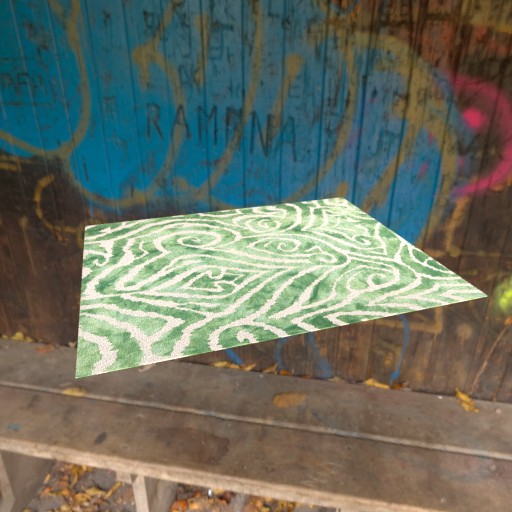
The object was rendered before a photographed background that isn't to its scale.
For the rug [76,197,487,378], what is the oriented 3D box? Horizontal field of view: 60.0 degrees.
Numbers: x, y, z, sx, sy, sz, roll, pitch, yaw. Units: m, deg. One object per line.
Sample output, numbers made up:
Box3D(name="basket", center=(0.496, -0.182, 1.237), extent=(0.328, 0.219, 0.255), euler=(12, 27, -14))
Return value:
Box3D(name="rug", center=(0.000, 0.000, 4.106), extent=(3.045, 0.007, 2.436), euler=(-8, 28, -16))
